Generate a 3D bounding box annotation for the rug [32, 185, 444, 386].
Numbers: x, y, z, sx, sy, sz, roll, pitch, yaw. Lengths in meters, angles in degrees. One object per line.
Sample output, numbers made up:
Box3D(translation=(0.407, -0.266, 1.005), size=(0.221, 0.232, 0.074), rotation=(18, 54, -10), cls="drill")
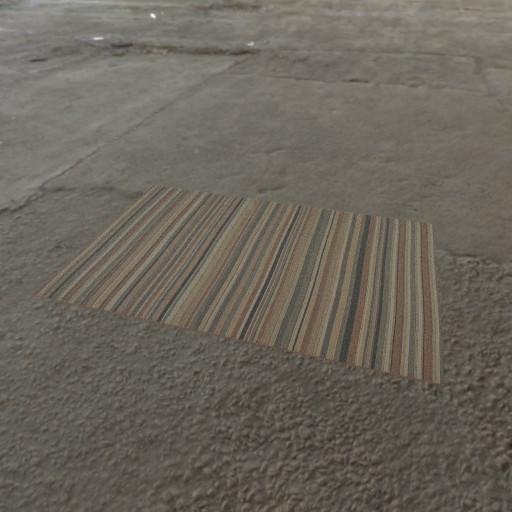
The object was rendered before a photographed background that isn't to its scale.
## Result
Box3D(translation=(0.000, 0.000, 2.338), size=(1.829, 0.008, 1.219), rotation=(10, 36, 14), cls="rug")
